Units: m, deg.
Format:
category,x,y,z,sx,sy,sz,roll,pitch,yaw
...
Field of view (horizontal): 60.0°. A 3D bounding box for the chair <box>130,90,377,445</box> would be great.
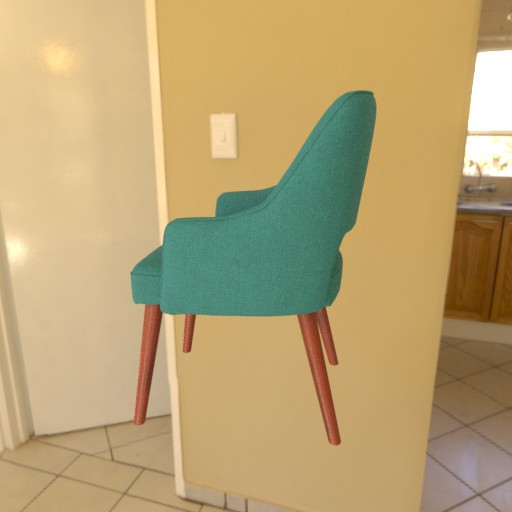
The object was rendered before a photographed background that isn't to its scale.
category,x,y,z,sx,sy,sz,roll,pitch,yaw
chair,0.000,0.000,1.246,0.605,0.849,0.548,2,15,9
